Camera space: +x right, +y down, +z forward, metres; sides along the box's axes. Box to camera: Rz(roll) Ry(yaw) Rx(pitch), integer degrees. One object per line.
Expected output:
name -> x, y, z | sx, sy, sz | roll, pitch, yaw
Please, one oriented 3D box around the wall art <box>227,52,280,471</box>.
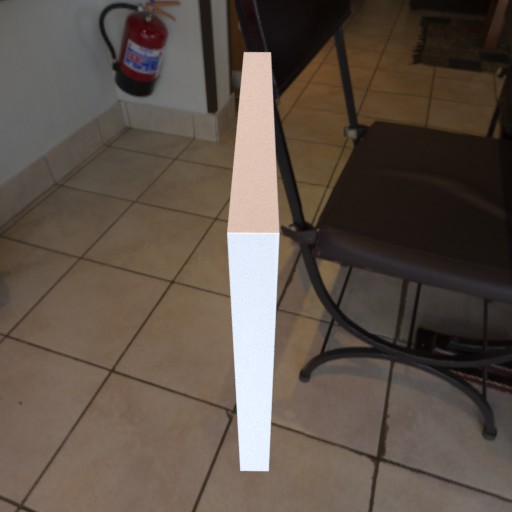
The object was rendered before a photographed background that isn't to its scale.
wall art -> 0.000, 0.000, 0.607 | 0.038, 0.406, 0.406 | 0, 42, 0
